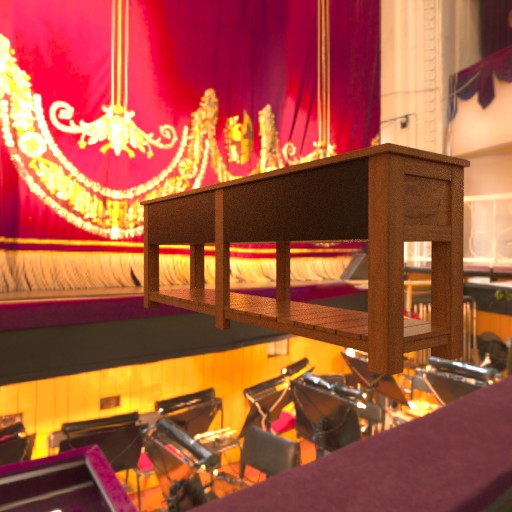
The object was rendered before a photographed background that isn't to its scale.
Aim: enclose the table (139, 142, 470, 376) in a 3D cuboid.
[{"bbox_3d":[0.000,0.000,2.050,0.425,0.635,1.815,-1,1,-35],"label":"table"}]
